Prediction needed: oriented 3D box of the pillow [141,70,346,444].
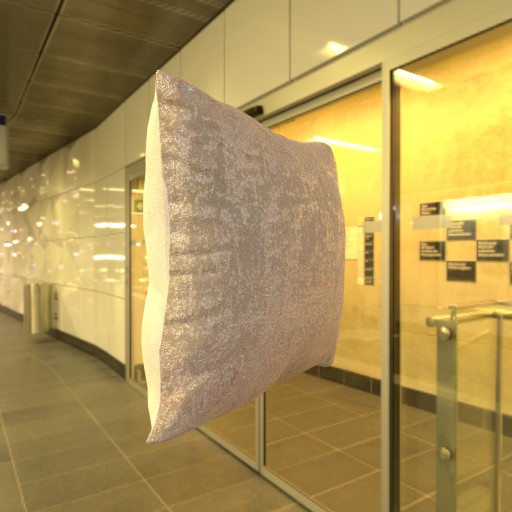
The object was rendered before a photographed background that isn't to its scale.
[{"bbox_3d":[0.000,0.000,0.711,0.245,0.448,0.450,0,0,36],"label":"pillow"}]
